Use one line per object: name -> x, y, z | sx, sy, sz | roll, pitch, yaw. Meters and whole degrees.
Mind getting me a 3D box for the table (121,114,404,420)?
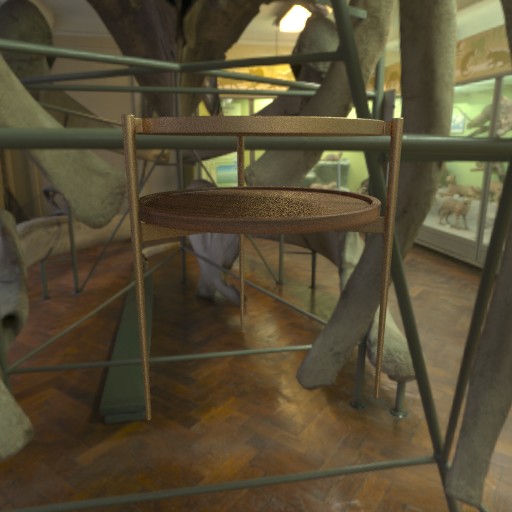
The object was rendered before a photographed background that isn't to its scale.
table -> 0.000, 0.000, 0.838 | 0.430, 0.493, 0.456 | -2, 15, -9
